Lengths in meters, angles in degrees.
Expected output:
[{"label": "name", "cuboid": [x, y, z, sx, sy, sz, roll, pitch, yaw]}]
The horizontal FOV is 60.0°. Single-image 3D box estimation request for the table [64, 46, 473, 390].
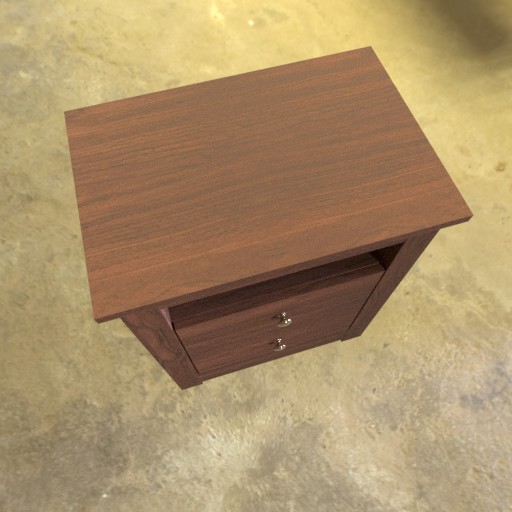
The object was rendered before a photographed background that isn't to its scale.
[{"label": "table", "cuboid": [0.000, 0.000, 1.056, 0.589, 0.711, 0.406, -15, 65, -7]}]
